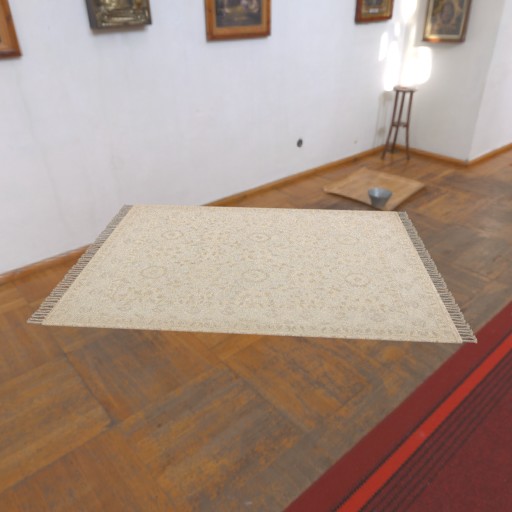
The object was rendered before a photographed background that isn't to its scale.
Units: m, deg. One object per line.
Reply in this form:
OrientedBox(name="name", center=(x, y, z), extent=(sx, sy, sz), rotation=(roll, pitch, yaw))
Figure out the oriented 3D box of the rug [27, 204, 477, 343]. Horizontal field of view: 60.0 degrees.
OrientedBox(name="rug", center=(0.000, 0.000, 2.264), extent=(1.771, 0.015, 1.223), rotation=(2, 30, 3))
